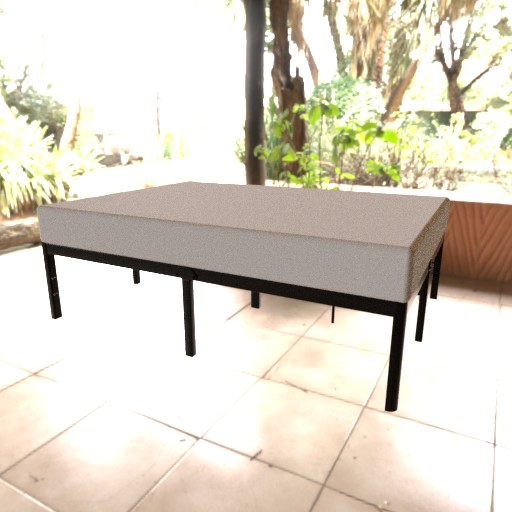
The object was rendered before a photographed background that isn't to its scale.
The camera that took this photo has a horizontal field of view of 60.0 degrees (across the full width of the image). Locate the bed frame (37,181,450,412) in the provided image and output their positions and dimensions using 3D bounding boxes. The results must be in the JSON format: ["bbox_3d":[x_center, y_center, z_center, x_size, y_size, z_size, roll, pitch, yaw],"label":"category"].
[{"bbox_3d":[0.000,0.000,2.635,1.956,0.659,1.408,8,18,26],"label":"bed frame"}]
